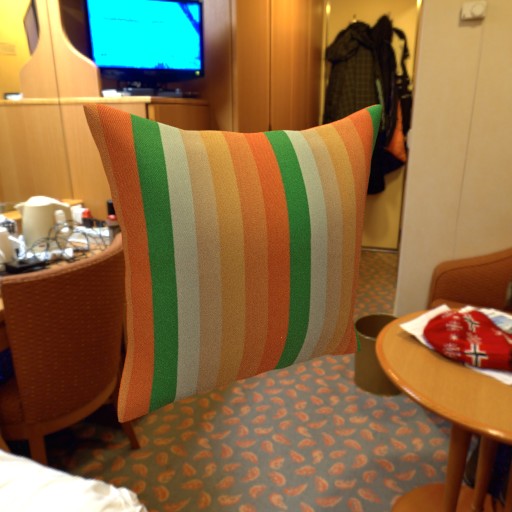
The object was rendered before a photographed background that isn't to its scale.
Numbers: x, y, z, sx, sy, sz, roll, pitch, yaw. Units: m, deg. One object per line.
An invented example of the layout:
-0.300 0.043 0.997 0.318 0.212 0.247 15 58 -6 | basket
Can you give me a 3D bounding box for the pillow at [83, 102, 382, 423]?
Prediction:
0.000 0.000 0.680 0.453 0.444 0.169 -9 20 -26 | pillow
